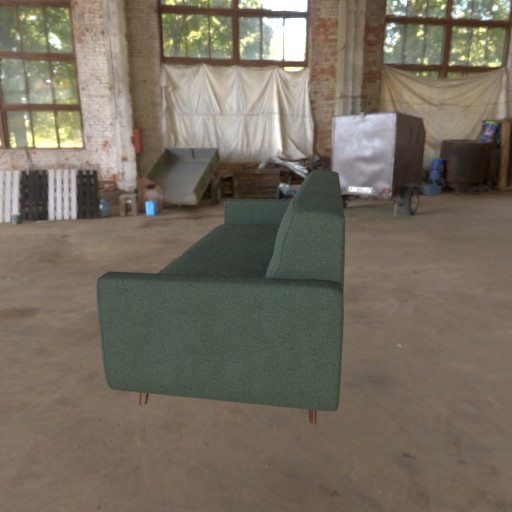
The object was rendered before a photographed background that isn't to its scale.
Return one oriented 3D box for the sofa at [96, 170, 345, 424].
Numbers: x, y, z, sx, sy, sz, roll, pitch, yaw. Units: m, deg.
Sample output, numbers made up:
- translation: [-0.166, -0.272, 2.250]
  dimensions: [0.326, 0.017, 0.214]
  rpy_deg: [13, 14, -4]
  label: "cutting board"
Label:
- translation: [0.000, 0.000, 2.468]
  dimensions: [0.909, 0.841, 2.029]
  rpy_deg: [3, 15, 9]
  label: "sofa"
